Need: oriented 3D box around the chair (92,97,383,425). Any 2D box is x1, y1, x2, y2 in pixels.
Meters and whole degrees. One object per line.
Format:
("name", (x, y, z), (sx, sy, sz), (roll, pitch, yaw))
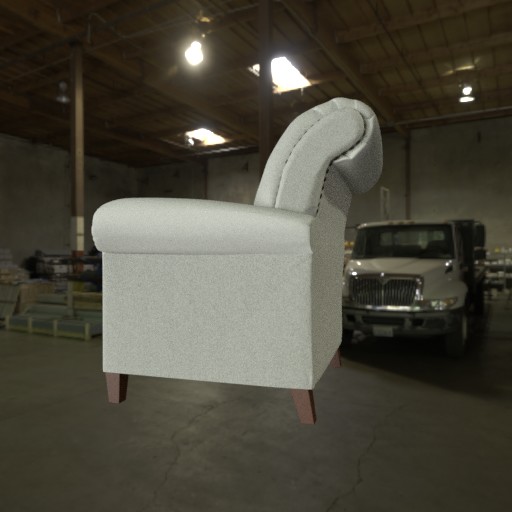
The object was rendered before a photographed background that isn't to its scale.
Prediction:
("chair", (0.000, 0.000, 1.625), (0.890, 0.927, 0.854), (0, 0, 17))
